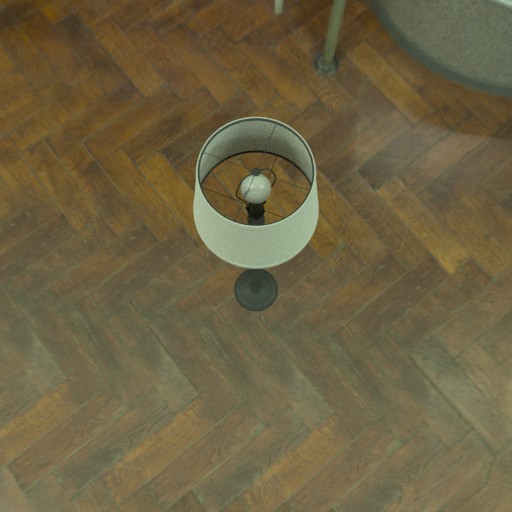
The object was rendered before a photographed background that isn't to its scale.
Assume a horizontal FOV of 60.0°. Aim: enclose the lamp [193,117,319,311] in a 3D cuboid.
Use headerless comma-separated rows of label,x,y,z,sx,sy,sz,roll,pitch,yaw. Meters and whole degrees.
lamp,0.000,0.000,1.667,0.327,1.506,0.327,-23,77,-6
